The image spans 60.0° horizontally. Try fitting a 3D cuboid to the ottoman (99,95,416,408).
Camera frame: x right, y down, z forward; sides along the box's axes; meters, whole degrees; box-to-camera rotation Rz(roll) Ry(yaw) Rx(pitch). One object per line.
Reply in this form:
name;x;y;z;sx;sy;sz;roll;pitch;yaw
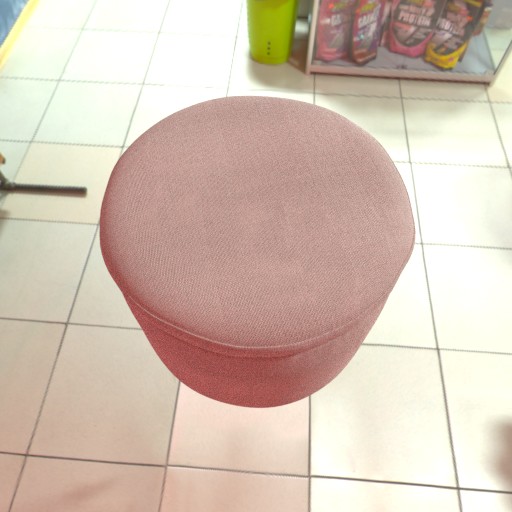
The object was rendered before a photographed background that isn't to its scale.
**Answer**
ottoman;0.000;0.000;0.845;0.497;0.409;0.497;0;59;0
